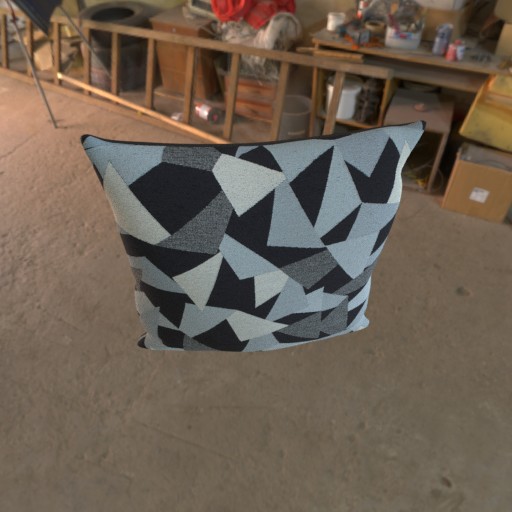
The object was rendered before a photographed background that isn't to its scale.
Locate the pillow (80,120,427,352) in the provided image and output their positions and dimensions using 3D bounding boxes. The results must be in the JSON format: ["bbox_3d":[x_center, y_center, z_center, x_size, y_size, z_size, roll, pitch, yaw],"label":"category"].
[{"bbox_3d":[0.000,0.000,0.784,0.503,0.496,0.208,-5,45,-5],"label":"pillow"}]
